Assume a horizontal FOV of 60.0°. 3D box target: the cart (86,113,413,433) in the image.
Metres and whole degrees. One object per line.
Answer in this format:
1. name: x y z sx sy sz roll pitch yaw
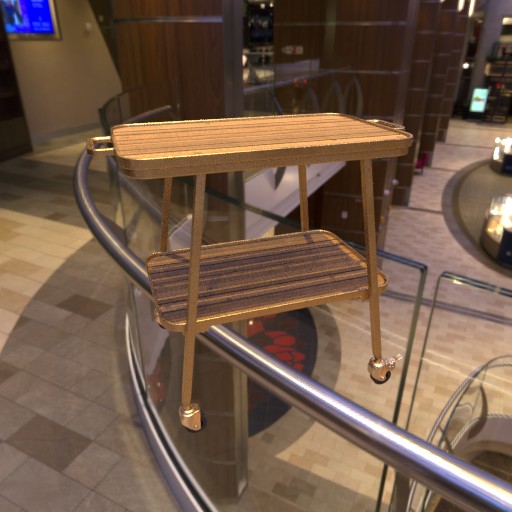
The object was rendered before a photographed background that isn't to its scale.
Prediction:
1. cart: 0.000 0.000 1.266 0.806 0.700 0.524 -9 28 -17
